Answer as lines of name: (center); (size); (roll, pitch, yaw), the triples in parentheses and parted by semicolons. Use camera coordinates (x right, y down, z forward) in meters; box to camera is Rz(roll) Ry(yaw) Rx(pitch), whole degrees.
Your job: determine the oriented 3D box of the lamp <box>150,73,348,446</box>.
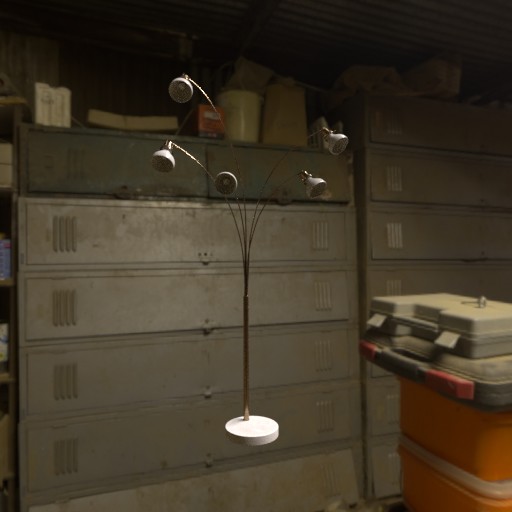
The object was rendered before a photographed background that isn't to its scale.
lamp: (0.000, 0.000, 3.009); (1.405, 2.423, 0.361); (0, 1, -19)
